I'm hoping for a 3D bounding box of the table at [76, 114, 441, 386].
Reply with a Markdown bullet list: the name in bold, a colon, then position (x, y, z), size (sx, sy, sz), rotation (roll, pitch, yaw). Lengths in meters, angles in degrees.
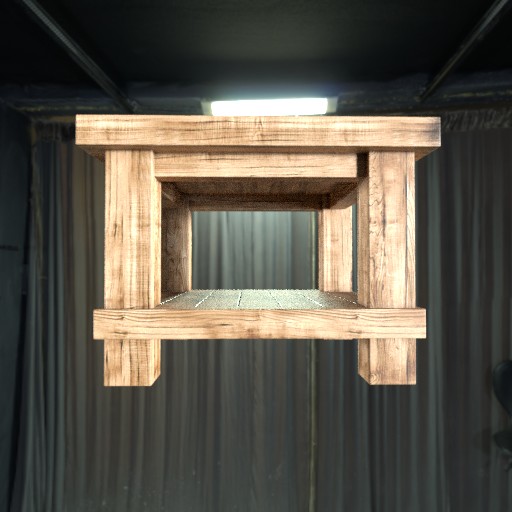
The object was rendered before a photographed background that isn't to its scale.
- **table**: position (0.000, 0.000, 1.040), size (0.610, 0.457, 0.610), rotation (0, -1, -1)
